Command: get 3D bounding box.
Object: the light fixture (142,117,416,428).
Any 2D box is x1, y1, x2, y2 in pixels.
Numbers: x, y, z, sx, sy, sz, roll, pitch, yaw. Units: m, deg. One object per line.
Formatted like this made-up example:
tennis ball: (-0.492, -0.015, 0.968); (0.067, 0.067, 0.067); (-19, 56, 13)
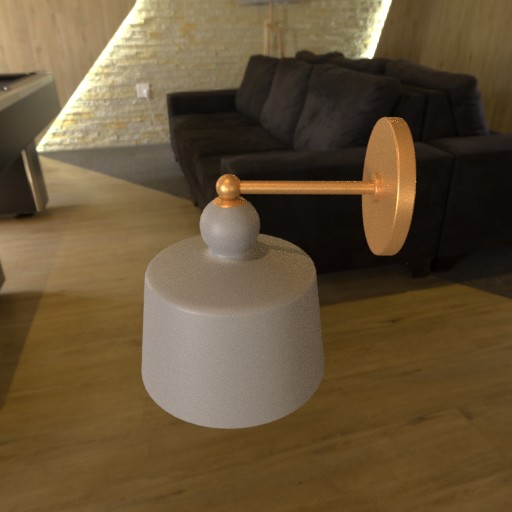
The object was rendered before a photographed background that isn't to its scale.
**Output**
light fixture: (0.000, 0.000, 0.445); (0.254, 0.268, 0.204); (0, 27, 1)
